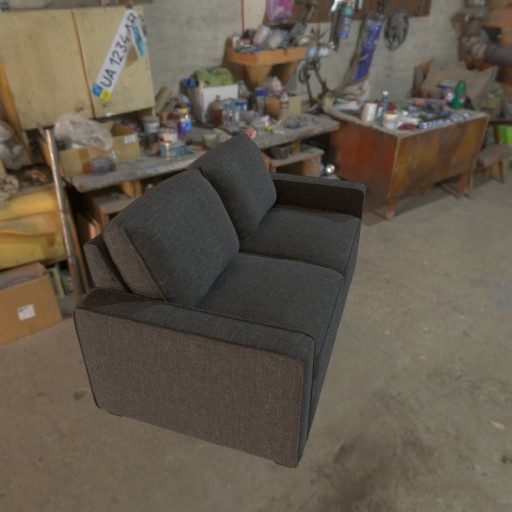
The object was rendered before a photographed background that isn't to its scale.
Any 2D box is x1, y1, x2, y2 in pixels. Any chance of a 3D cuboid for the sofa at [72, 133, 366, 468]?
[{"bbox_3d":[0.000,0.000,2.312,0.947,0.918,1.709,10,32,16],"label":"sofa"}]
